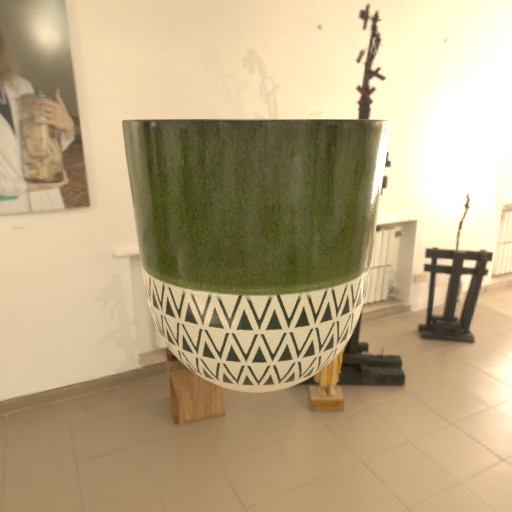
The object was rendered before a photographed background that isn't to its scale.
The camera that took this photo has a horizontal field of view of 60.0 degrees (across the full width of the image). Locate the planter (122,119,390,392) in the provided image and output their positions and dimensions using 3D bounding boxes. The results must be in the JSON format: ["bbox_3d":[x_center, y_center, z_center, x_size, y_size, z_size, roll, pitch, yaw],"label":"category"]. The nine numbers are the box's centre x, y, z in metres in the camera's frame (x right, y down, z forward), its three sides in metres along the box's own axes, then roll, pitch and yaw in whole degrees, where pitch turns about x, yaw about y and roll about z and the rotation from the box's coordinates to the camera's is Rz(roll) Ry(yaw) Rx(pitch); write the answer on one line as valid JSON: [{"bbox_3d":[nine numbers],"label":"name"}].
[{"bbox_3d":[0.000,0.000,0.460,0.245,0.270,0.245,0,17,0],"label":"planter"}]
